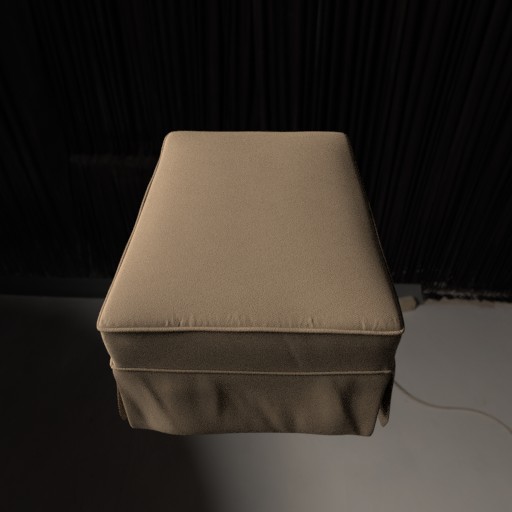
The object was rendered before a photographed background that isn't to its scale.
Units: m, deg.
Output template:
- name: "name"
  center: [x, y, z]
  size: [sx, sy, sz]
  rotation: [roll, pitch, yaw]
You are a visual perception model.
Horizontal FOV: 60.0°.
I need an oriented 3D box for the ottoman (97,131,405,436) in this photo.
- name: "ottoman"
  center: [0.000, 0.000, 1.367]
  size: [0.721, 0.482, 0.959]
  rotation: [1, 42, 1]
